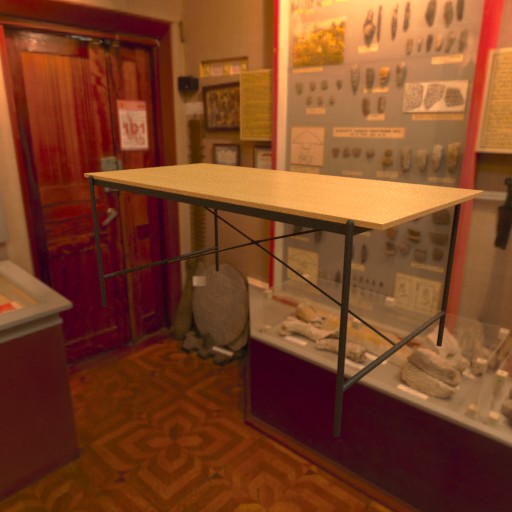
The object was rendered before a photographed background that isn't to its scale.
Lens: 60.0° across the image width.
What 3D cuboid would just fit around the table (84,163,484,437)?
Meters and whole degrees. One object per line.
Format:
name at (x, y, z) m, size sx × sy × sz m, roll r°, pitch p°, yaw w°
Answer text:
table at (0.000, 0.000, 2.251) m, size 1.800 × 0.758 × 0.900 m, roll 16°, pitch 23°, yaw 41°
